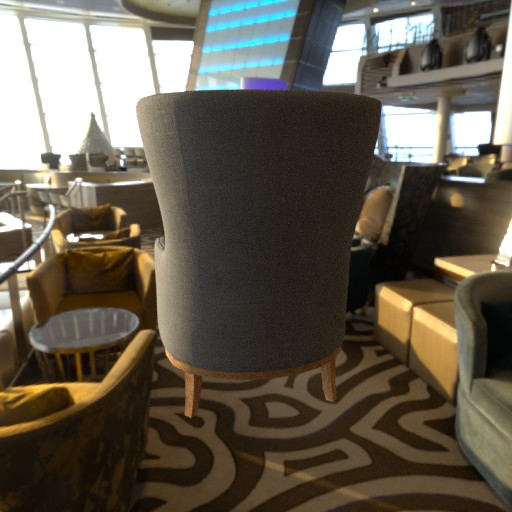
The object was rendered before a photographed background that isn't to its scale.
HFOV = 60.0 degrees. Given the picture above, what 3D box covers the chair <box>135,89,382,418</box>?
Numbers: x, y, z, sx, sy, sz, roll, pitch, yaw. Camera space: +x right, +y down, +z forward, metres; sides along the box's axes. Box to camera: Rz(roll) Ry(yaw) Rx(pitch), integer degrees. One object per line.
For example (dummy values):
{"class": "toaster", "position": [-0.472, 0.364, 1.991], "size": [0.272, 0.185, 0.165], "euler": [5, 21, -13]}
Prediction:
{"class": "chair", "position": [0.000, 0.000, 1.797], "size": [0.864, 1.176, 0.883], "euler": [-3, 14, -11]}
